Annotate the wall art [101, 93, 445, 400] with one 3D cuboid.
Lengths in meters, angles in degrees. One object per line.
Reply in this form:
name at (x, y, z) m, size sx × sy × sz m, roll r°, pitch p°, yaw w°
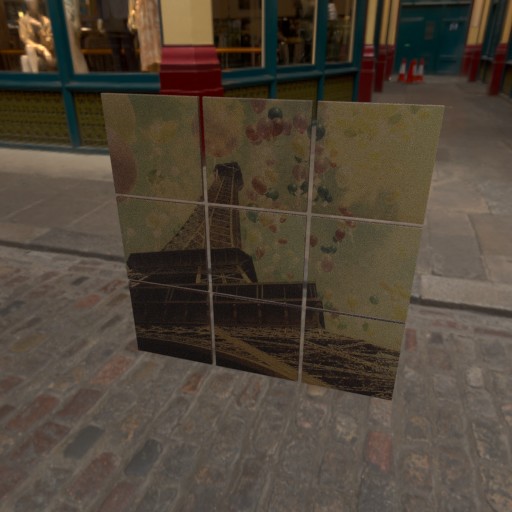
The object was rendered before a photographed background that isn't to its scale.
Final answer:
wall art at (0.000, 0.000, 1.850) m, size 1.256 × 1.246 × 0.017 m, roll 7°, pitch 27°, yaw 15°
